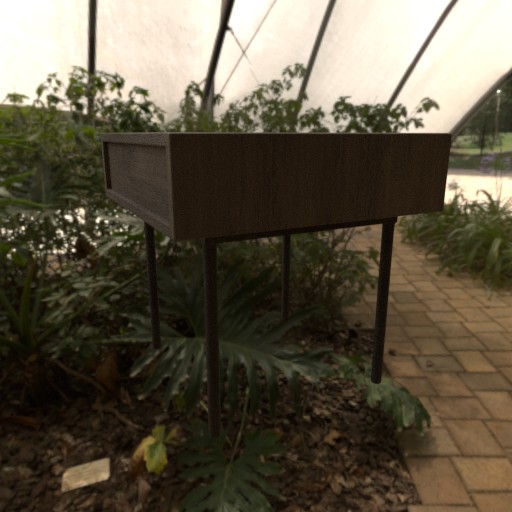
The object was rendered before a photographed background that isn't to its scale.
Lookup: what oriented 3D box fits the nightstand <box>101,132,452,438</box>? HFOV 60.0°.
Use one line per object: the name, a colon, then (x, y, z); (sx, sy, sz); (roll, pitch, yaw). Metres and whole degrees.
nightstand: (0.000, 0.000, 0.930); (0.503, 0.497, 0.502); (-8, 17, -27)
